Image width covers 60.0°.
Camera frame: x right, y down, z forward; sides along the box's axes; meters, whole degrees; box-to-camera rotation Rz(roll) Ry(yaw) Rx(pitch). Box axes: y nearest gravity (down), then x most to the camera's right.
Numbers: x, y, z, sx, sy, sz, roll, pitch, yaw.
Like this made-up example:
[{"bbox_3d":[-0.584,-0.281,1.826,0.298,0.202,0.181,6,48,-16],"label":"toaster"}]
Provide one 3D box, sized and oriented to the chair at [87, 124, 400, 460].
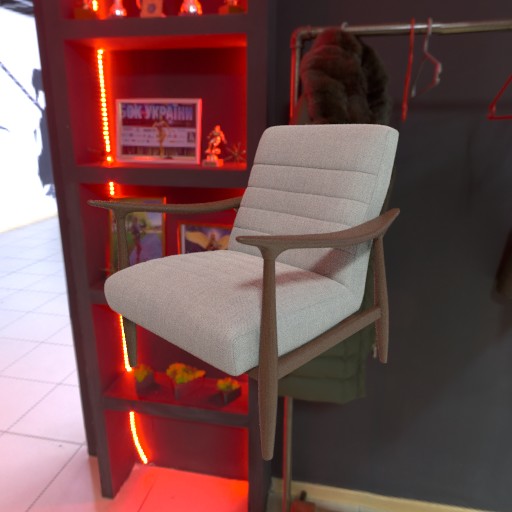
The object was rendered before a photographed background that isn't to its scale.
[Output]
[{"bbox_3d":[0.000,0.000,1.460,0.741,0.832,0.798,15,22,42],"label":"chair"}]
